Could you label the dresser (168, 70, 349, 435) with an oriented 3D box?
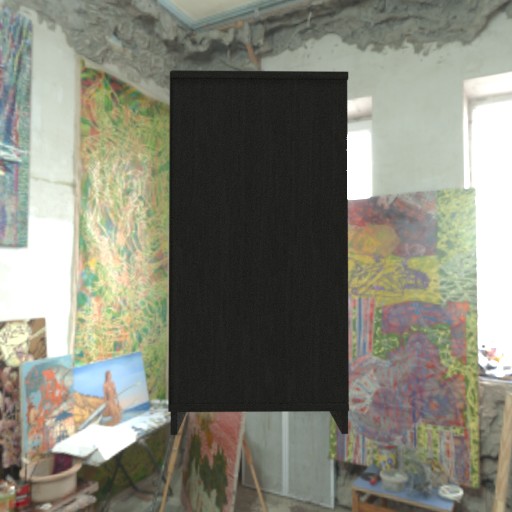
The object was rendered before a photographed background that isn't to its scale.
[{"bbox_3d":[0.000,0.000,1.489,0.404,0.816,0.994,0,-1,-1],"label":"dresser"}]
